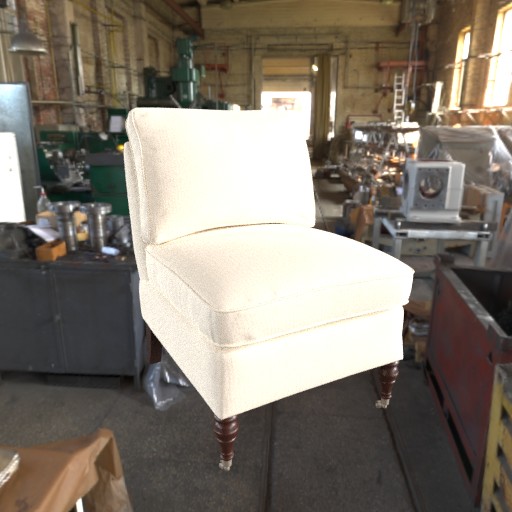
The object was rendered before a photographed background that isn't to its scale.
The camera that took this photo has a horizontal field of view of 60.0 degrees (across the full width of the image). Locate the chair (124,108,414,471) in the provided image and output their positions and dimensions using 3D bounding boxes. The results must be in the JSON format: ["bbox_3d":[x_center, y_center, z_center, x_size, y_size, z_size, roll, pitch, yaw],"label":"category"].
[{"bbox_3d":[0.000,0.000,1.387,0.630,0.887,0.781,-9,19,-27],"label":"chair"}]
